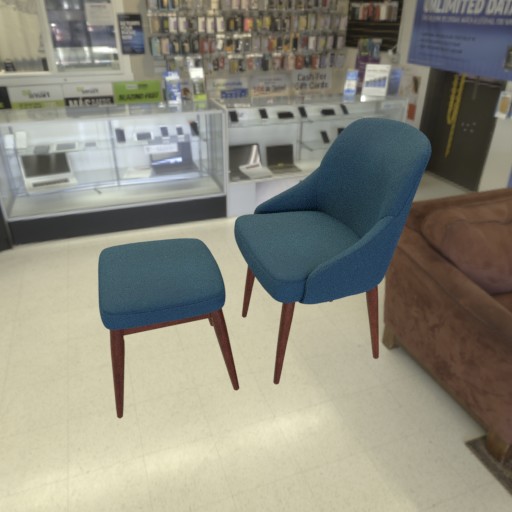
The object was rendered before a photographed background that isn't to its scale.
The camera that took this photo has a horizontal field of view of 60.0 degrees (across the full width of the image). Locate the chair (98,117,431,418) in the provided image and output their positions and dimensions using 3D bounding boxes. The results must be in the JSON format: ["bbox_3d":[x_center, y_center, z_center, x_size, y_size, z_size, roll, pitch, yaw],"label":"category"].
[{"bbox_3d":[0.000,0.000,1.605,1.114,0.866,0.584,-9,31,-15],"label":"chair"}]
